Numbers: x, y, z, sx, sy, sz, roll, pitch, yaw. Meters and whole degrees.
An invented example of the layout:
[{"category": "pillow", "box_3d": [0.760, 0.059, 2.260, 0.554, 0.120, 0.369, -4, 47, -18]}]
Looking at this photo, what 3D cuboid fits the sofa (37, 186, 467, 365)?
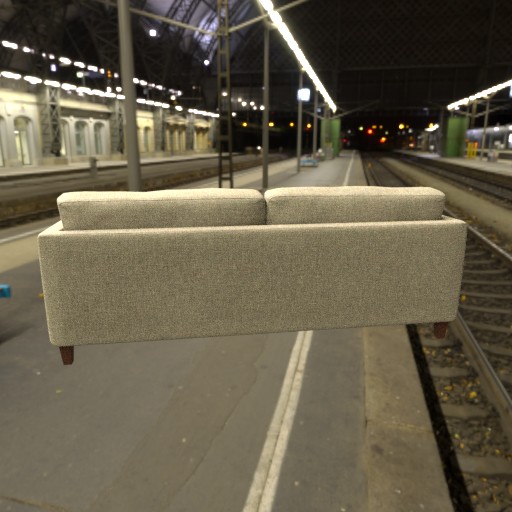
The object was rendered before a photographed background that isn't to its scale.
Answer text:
[{"category": "sofa", "box_3d": [0.000, 0.000, 2.942, 2.434, 0.951, 0.948, -2, 14, -9]}]
